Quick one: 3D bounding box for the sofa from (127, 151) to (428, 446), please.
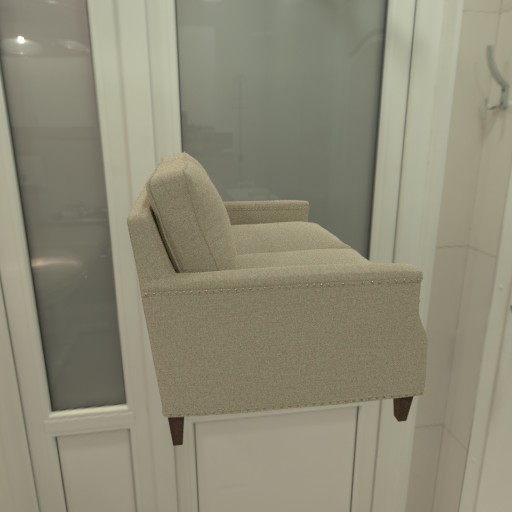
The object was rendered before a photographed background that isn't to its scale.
[{"bbox_3d":[0.000,0.000,2.260,1.084,1.003,1.597,-3,16,-9],"label":"sofa"}]
